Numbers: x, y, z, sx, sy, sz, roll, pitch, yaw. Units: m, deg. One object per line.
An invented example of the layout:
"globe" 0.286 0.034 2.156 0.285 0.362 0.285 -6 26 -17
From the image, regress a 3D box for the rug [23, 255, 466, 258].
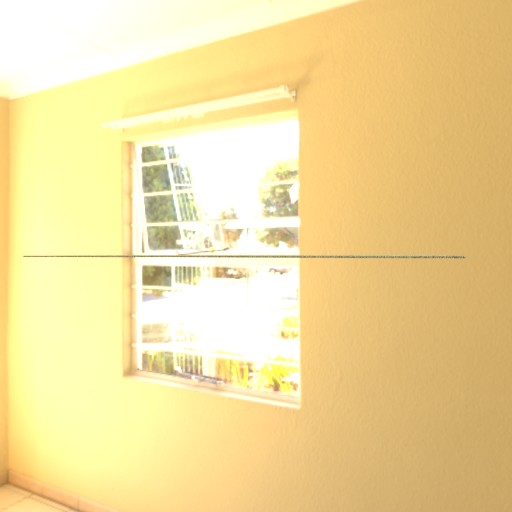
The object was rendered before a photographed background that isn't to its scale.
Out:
"rug" 0.000 0.000 2.185 1.752 0.006 1.142 0 0 19
